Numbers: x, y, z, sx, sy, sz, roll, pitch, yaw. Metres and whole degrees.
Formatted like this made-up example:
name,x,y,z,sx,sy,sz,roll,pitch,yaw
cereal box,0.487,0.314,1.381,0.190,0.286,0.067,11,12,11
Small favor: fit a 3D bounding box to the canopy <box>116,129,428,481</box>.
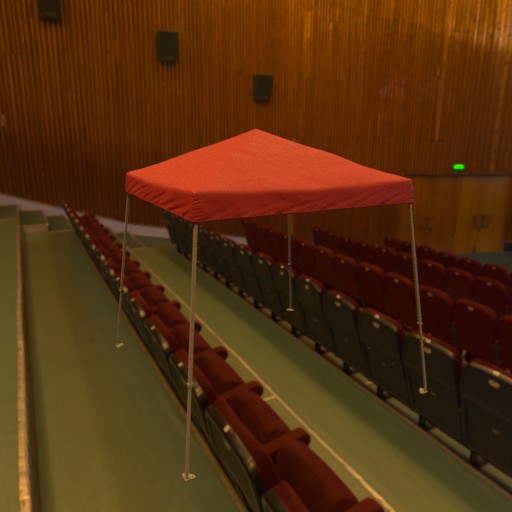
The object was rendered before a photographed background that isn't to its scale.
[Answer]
name,x,y,z,sx,sy,sz,roll,pitch,yaw
canopy,0.000,0.000,6.538,3.599,3.600,3.600,-8,17,-27
